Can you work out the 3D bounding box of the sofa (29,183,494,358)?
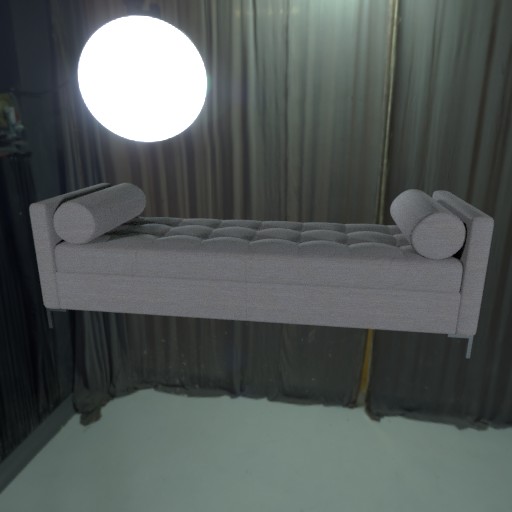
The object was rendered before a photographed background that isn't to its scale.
[{"bbox_3d":[0.000,0.000,2.265,1.981,0.635,0.686,3,18,8],"label":"sofa"}]
